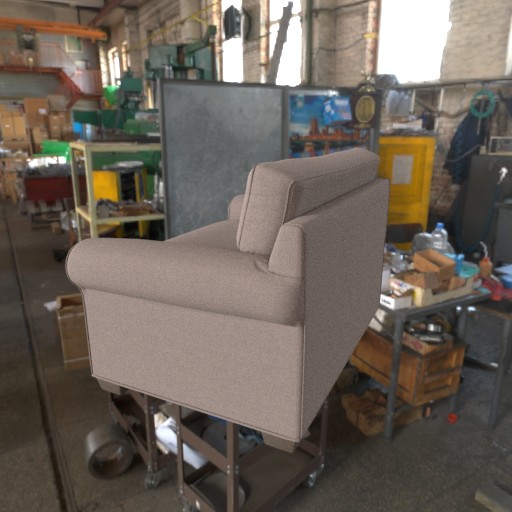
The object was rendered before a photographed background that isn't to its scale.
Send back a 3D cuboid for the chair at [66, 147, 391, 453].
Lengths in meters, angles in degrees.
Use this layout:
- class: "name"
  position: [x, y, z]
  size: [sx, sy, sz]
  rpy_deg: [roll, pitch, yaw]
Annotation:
- class: "chair"
  position: [0.000, 0.000, 2.022]
  size: [0.930, 0.930, 1.390]
  rpy_deg: [8, 18, 25]
